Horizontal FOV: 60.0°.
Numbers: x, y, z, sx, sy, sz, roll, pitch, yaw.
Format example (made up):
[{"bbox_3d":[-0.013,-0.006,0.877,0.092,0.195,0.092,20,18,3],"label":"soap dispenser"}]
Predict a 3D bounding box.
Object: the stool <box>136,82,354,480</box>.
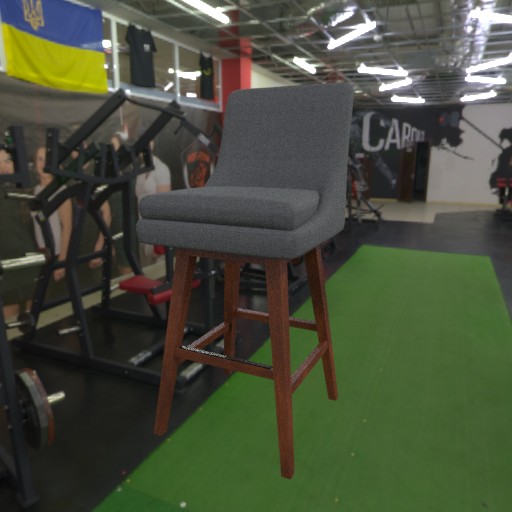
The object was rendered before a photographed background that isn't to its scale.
[{"bbox_3d":[0.000,0.000,1.272,0.447,0.977,0.524,6,15,25],"label":"stool"}]
